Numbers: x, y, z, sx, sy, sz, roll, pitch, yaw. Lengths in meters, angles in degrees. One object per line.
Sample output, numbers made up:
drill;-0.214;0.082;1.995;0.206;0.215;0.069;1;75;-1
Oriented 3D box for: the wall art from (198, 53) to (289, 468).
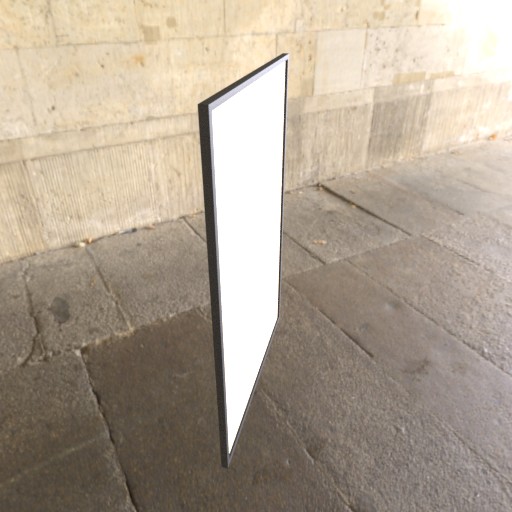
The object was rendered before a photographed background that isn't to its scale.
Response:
wall art;0.000;0.000;0.846;0.013;0.657;0.457;8;32;13
